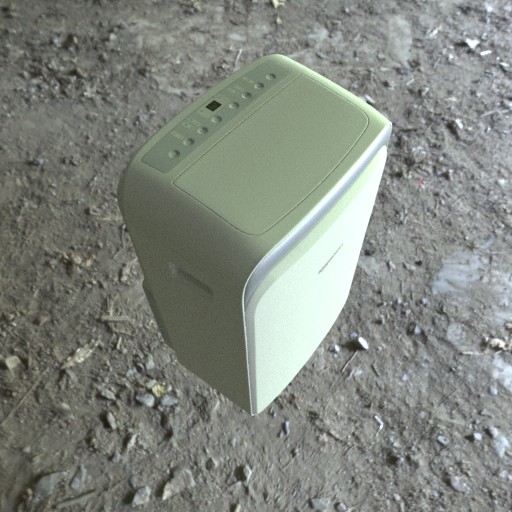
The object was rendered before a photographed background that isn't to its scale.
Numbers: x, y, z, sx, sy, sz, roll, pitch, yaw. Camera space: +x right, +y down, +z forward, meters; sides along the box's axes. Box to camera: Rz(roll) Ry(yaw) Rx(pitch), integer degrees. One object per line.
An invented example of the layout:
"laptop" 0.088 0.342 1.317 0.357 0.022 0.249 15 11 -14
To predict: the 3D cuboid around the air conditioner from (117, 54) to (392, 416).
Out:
"air conditioner" 0.000 0.000 0.953 0.365 0.700 0.454 34 64 20
